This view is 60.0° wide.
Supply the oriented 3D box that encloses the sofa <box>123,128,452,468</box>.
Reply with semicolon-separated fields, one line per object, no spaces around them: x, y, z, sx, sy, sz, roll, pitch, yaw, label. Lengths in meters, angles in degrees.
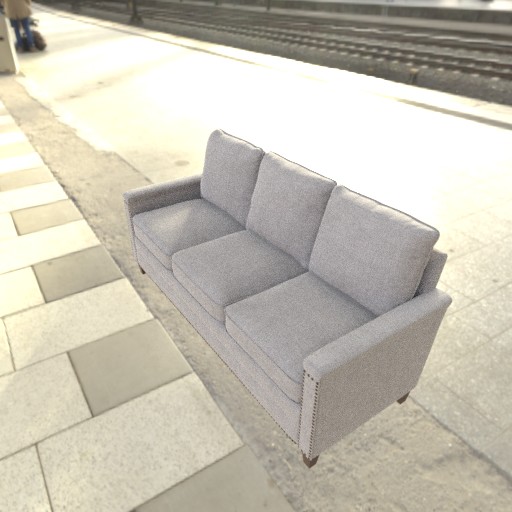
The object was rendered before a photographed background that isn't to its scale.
0.000;0.000;2.480;0.828;0.959;1.925;-20;37;-29;sofa
